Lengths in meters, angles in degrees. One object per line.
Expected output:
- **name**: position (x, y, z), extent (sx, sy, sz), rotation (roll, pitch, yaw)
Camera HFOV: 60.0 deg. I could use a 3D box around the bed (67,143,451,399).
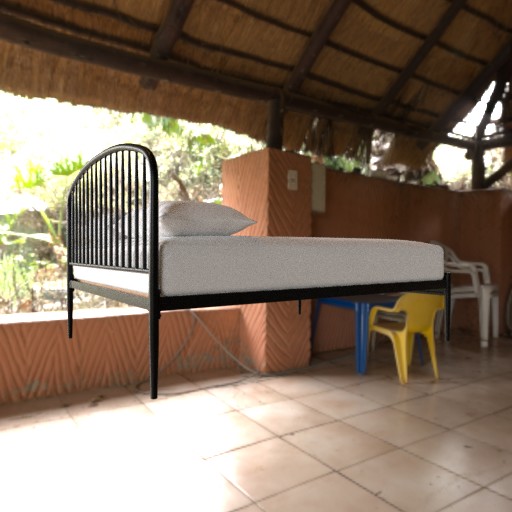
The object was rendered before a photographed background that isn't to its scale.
- **bed**: position (0.000, 0.000, 3.092), extent (2.159, 1.166, 1.618), rotation (0, 1, -35)
